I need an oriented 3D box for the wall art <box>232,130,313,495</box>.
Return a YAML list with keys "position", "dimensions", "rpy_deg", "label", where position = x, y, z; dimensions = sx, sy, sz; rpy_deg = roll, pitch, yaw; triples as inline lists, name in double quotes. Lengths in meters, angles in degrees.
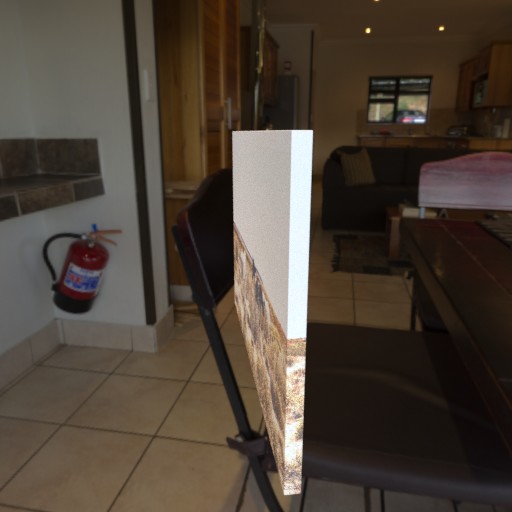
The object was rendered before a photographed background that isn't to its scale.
- position: [0.000, 0.000, 1.874]
  dimensions: [0.051, 1.016, 1.520]
  rpy_deg: [-2, 16, -8]
  label: "wall art"
